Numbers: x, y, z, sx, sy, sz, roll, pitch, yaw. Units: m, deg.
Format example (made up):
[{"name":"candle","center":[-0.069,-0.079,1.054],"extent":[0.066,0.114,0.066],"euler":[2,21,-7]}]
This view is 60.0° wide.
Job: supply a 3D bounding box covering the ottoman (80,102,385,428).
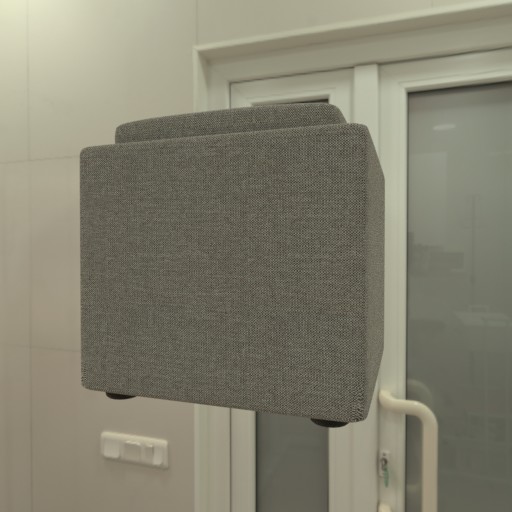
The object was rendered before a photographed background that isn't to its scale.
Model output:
[{"name":"ottoman","center":[0.000,0.000,0.839],"extent":[0.450,0.460,0.450],"euler":[0,1,19]}]
